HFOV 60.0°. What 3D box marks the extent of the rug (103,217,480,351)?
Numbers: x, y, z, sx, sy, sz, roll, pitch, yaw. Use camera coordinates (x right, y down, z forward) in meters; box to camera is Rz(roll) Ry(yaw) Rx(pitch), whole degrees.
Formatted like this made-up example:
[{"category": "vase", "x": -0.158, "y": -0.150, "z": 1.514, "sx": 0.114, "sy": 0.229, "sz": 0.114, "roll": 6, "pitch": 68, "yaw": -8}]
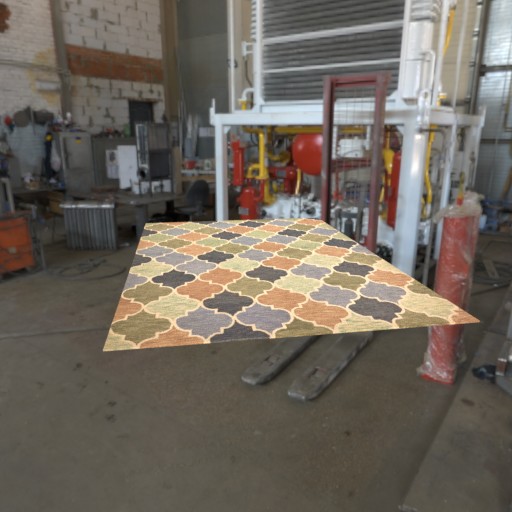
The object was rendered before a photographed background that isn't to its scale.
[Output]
[{"category": "rug", "x": 0.000, "y": 0.000, "z": 2.258, "sx": 1.216, "sy": 0.006, "sz": 1.828, "roll": -3, "pitch": 16, "yaw": -9}]
